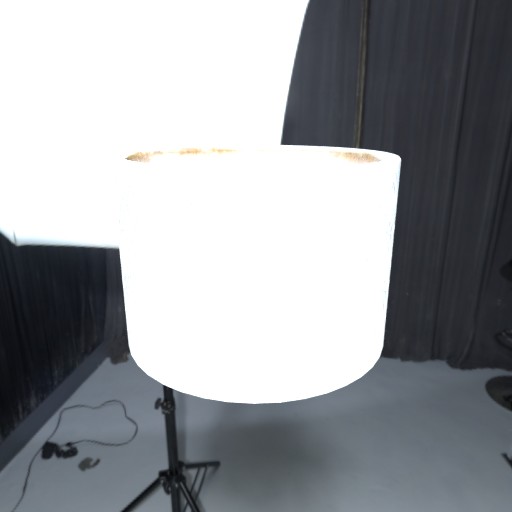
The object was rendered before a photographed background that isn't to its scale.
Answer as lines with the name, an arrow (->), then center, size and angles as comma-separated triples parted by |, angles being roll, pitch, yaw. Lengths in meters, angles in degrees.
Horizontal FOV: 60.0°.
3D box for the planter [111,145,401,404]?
planter -> 0.000, 0.000, 0.319 | 0.186, 0.144, 0.186 | 0, 18, 0
